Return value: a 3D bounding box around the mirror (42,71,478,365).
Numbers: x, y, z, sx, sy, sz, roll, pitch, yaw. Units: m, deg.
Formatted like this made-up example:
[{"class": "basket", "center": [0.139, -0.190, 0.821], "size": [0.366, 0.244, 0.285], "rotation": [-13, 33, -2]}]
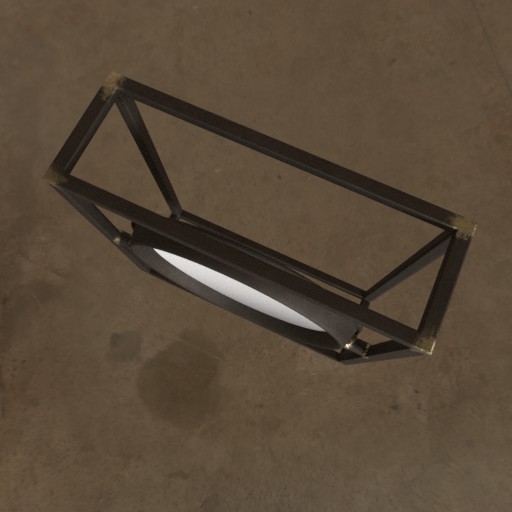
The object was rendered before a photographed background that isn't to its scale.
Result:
[{"class": "mirror", "center": [0.000, 0.000, 0.472], "size": [0.306, 0.303, 0.107], "rotation": [24, 76, 6]}]
